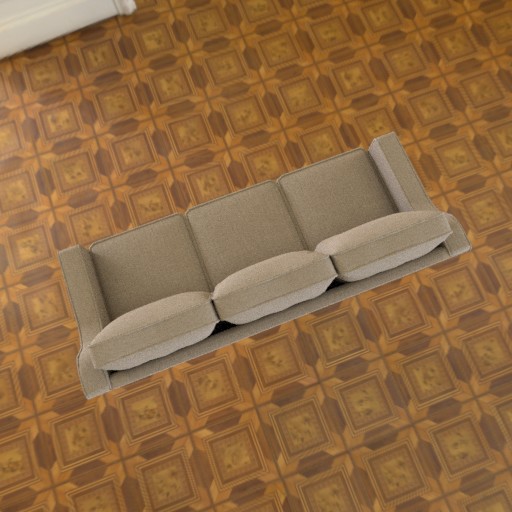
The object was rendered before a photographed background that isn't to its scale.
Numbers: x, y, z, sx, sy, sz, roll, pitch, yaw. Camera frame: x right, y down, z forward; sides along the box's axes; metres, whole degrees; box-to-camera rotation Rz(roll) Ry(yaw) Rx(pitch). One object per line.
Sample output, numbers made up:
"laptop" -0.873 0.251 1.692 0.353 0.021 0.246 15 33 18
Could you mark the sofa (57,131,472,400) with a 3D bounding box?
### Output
"sofa" 0.000 0.000 2.645 2.129 0.950 0.899 -21 76 -5
